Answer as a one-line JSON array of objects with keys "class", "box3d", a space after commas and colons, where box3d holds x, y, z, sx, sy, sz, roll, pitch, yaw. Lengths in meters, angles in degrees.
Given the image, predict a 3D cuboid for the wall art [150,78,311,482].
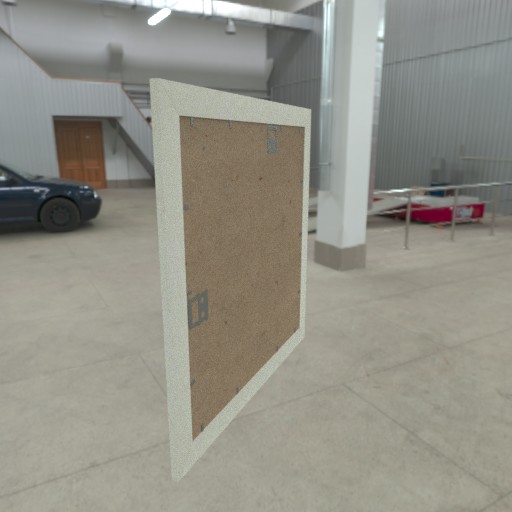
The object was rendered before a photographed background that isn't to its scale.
[{"class": "wall art", "box3d": [0.000, 0.000, 0.874, 0.013, 0.584, 0.584, 7, 16, 25]}]
